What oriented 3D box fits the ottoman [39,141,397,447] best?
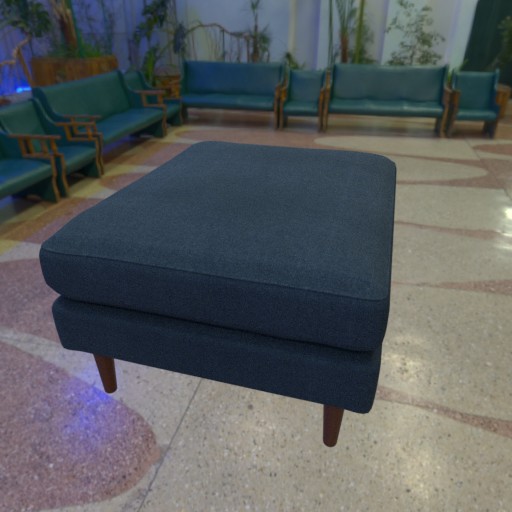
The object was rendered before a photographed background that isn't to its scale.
[{"bbox_3d":[0.000,0.000,1.215,0.693,0.474,0.821,8,30,14],"label":"ottoman"}]
